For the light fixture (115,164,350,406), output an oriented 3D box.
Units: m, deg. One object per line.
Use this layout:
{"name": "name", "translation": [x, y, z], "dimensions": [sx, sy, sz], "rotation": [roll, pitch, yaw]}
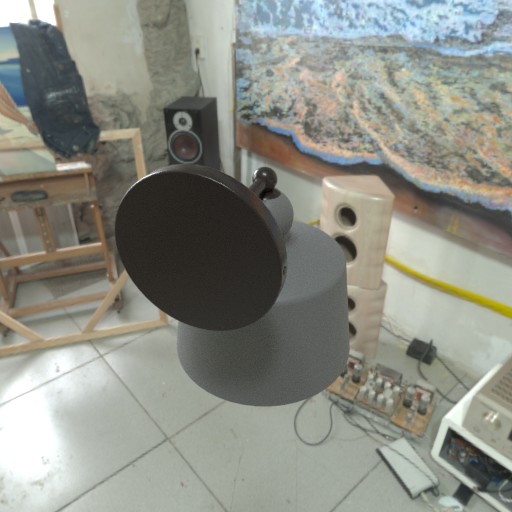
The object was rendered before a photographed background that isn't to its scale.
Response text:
{"name": "light fixture", "translation": [0.000, 0.000, 0.441], "dimensions": [0.204, 0.268, 0.254], "rotation": [11, 33, 17]}
